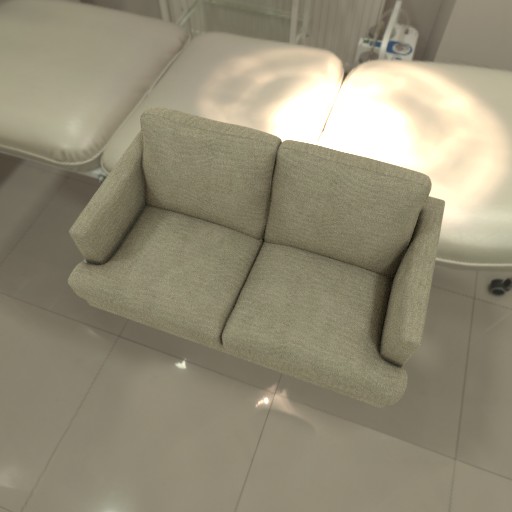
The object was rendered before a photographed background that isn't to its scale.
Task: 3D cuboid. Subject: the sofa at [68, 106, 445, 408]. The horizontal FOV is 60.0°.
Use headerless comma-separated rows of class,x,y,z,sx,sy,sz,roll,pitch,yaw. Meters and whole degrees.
sofa,0.000,0.000,2.137,1.582,0.944,0.903,17,60,10
